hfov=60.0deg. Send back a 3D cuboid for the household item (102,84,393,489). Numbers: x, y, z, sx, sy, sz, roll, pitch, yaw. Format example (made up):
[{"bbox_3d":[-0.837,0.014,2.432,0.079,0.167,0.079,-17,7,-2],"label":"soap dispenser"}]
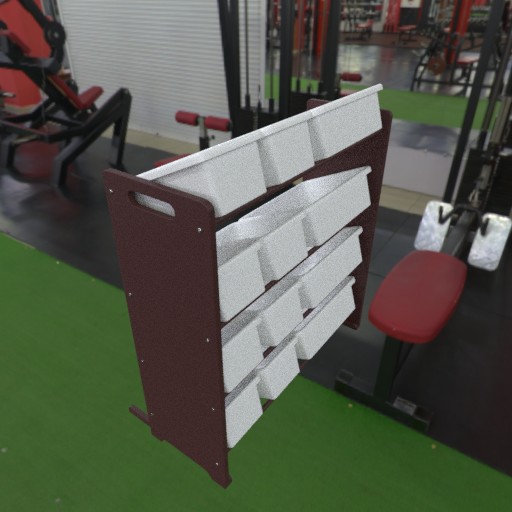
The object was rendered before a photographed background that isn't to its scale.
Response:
[{"bbox_3d":[0.000,0.000,1.265,0.389,0.864,0.787,21,37,30],"label":"household item"}]
